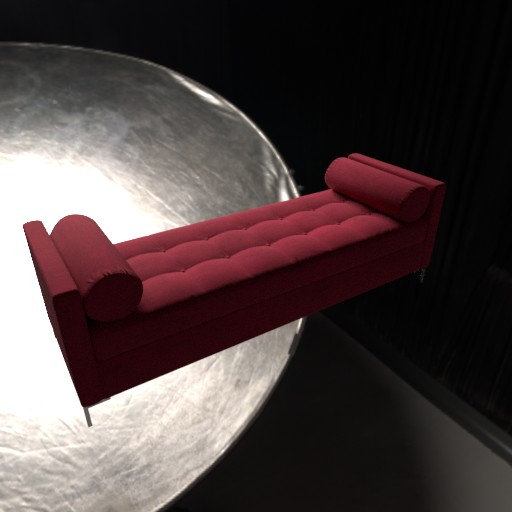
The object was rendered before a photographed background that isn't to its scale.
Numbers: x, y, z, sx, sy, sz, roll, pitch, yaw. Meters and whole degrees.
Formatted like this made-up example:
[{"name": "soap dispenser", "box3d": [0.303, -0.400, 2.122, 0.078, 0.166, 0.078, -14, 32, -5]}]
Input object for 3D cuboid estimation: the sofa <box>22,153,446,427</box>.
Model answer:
[{"name": "sofa", "box3d": [0.000, 0.000, 2.277, 1.981, 0.635, 0.686, -17, 33, -28]}]
